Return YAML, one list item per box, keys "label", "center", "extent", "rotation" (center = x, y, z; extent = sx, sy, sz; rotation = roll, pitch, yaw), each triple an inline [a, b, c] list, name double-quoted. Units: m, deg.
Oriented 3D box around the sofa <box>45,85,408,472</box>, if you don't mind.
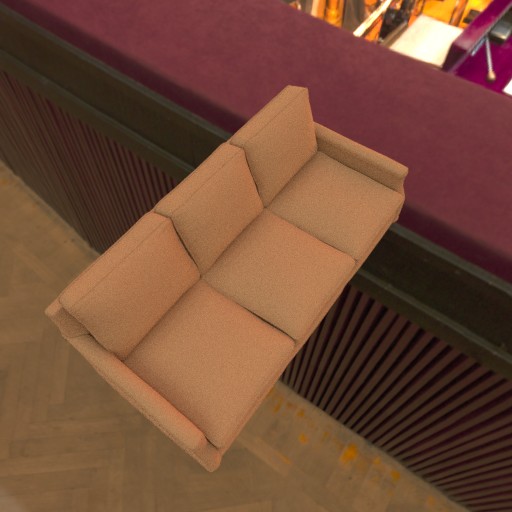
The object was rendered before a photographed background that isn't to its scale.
- label: "sofa"
  center: [0.000, 0.000, 2.810]
  extent: [1.084, 1.003, 2.246]
  rotation: [33, 64, 18]
